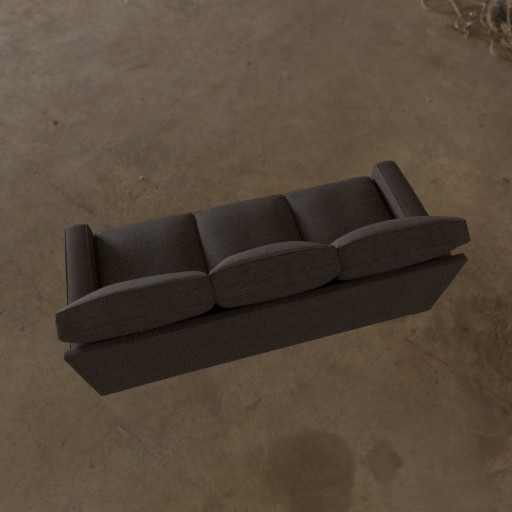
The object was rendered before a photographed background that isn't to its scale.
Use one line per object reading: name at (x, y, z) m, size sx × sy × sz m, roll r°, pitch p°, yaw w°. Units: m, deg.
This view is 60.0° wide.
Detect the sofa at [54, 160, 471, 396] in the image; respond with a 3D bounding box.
sofa at (0.000, 0.000, 2.910) m, size 2.369 × 0.978 × 1.004 m, roll -13°, pitch 58°, yaw -8°
